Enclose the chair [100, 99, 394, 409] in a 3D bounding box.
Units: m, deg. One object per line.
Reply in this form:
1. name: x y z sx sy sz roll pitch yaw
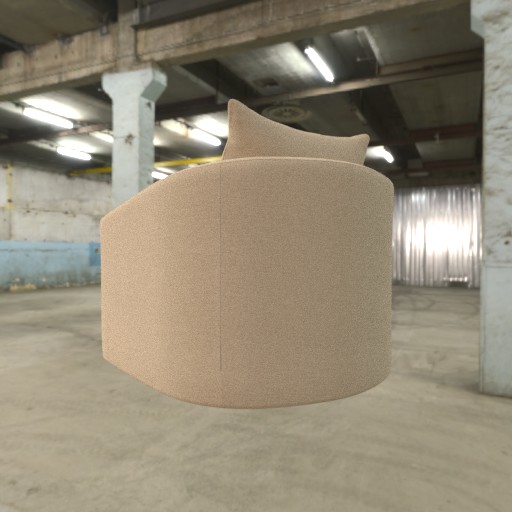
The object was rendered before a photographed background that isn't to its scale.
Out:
1. chair: 0.000 0.000 1.573 0.845 0.848 0.910 0 0 -36
